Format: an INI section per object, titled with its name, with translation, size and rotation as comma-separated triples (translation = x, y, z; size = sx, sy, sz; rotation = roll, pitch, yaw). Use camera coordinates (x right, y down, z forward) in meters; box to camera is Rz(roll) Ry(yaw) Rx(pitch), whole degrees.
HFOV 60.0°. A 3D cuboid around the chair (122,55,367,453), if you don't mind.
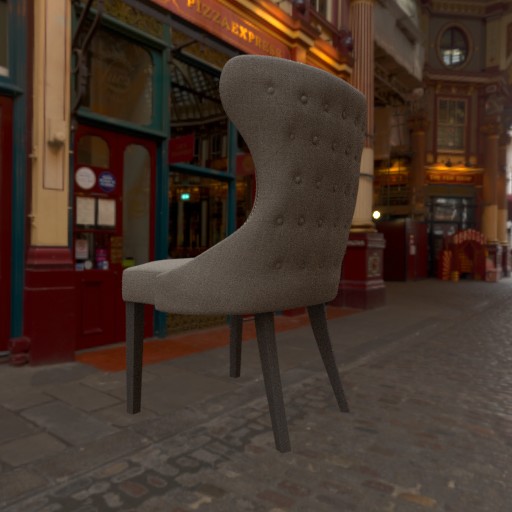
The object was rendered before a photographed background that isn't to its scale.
[chair]
translation = 0.000, 0.000, 1.378
size = 0.635, 0.967, 0.628
rotation = 1, 1, 38
